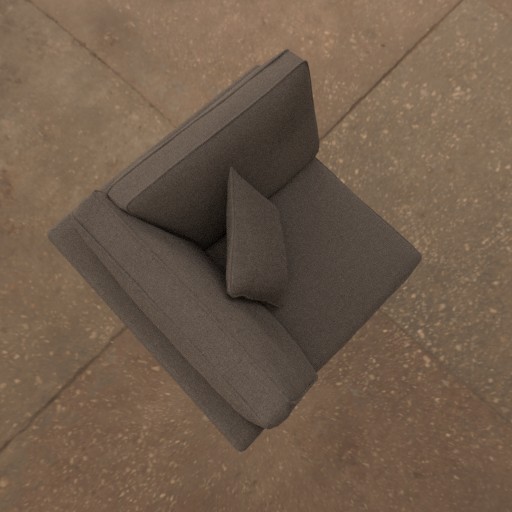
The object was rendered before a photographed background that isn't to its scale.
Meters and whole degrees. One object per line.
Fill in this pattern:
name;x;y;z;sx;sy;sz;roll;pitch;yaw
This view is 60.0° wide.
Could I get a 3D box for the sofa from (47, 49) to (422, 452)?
sofa;0.000;0.000;1.940;1.146;1.002;1.084;-43;77;-12
